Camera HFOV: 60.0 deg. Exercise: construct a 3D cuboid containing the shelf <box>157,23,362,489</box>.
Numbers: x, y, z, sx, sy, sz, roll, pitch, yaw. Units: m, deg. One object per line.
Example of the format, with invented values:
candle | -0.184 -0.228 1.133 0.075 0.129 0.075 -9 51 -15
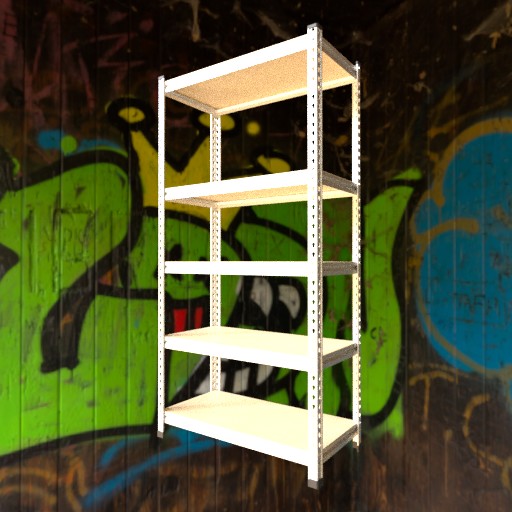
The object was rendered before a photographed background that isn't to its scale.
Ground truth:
shelf | 0.000 0.000 2.183 0.914 1.829 0.457 0 -1 35
